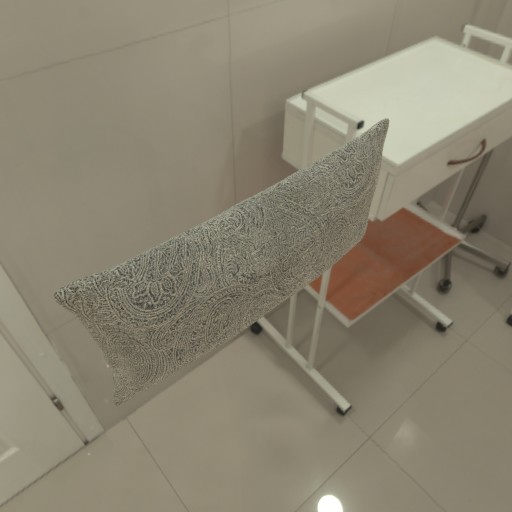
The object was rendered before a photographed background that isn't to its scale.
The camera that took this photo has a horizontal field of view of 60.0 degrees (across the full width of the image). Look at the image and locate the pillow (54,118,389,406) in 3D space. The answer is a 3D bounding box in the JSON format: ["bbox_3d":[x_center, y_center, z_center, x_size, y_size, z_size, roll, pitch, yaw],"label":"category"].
[{"bbox_3d":[0.000,0.000,0.753,0.615,0.295,0.151,-32,54,-26],"label":"pillow"}]
